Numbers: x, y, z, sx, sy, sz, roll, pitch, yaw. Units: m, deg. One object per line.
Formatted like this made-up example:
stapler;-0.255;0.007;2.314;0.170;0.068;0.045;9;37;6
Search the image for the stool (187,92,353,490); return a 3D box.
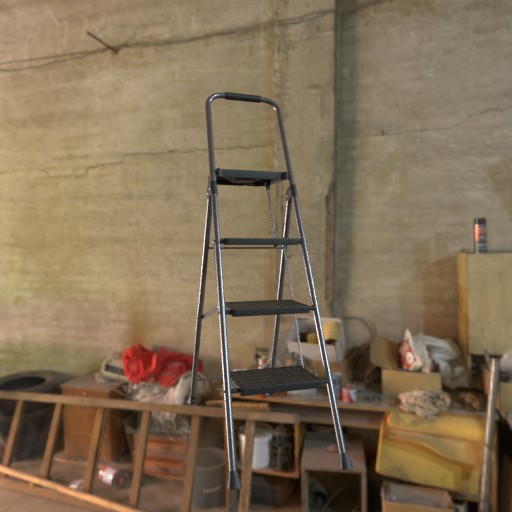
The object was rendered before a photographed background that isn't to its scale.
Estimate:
stool;0.000;0.000;1.615;0.396;1.277;0.733;-1;2;-18
